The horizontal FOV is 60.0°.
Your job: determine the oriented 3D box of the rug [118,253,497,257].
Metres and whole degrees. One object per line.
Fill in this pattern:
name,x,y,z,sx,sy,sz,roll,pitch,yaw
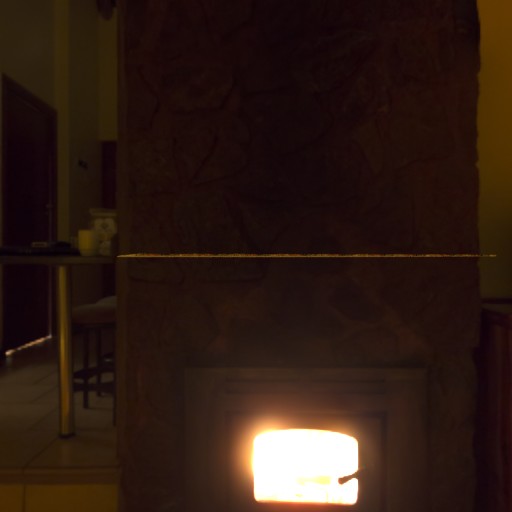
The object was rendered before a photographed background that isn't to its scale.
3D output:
rug,0.000,0.000,3.416,1.971,0.010,2.651,0,0,-19
